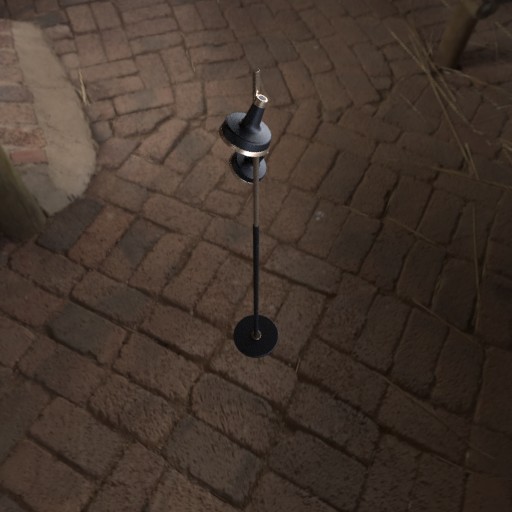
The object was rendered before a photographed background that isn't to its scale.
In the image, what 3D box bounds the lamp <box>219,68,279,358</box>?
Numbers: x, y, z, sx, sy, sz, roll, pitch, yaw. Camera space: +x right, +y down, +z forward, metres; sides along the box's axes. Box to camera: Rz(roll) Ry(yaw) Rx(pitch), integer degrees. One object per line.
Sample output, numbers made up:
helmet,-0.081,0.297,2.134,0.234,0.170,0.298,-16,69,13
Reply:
lamp,0.000,0.000,1.781,0.253,1.674,0.351,2,57,1
